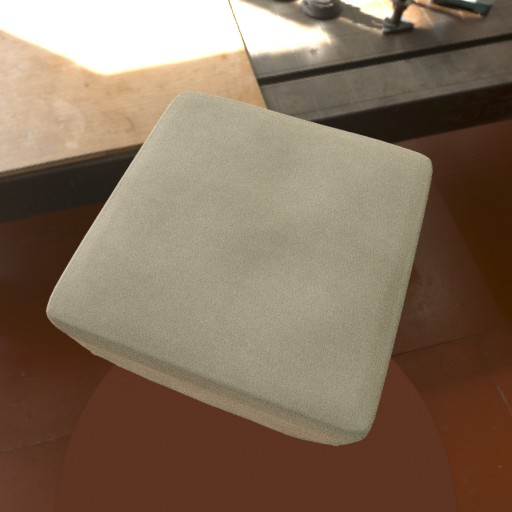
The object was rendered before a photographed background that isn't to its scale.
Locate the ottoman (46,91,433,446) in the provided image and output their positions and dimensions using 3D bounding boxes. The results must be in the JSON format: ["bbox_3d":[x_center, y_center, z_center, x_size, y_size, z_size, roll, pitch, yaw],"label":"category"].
[{"bbox_3d":[0.000,0.000,1.331,0.842,0.441,0.843,18,64,9],"label":"ottoman"}]
